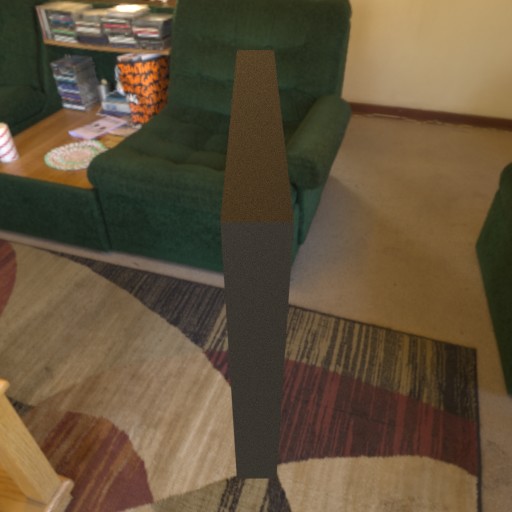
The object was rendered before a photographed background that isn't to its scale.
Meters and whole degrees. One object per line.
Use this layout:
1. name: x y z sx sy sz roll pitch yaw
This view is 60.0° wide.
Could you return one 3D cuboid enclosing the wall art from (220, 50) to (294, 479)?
1. wall art: 0.000 0.000 0.444 0.038 0.304 0.304 0 40 0
